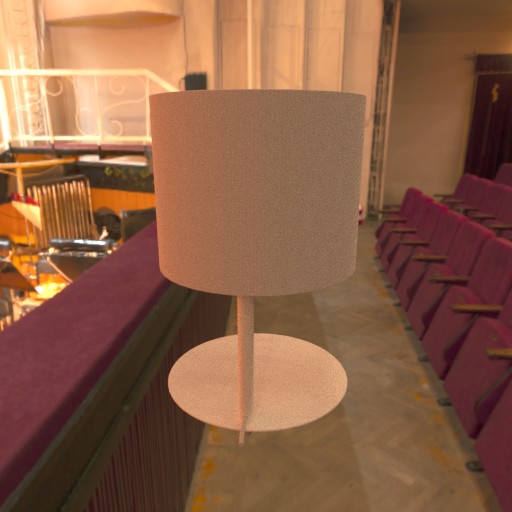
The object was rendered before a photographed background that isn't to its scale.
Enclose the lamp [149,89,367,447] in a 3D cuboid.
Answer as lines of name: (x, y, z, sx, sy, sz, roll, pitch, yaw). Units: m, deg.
lamp: (0.000, 0.000, 0.671, 0.299, 0.454, 0.341, 2, 16, 7)
